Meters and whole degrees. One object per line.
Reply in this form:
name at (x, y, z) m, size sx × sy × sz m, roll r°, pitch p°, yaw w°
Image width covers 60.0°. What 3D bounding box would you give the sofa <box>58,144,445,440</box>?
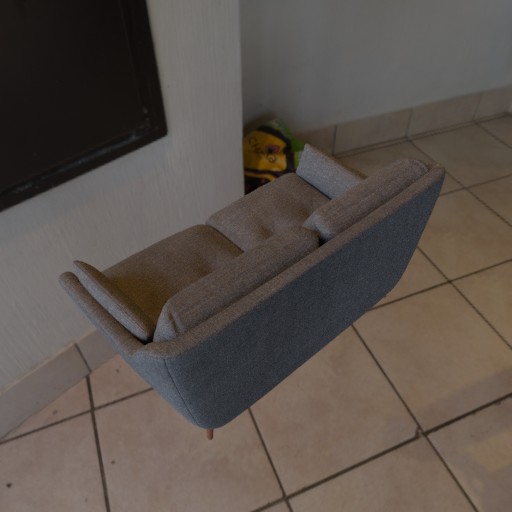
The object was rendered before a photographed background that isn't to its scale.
sofa at (0.000, 0.000, 2.201) m, size 1.646 × 0.887 × 0.976 m, roll -32°, pitch 54°, yaw -27°
